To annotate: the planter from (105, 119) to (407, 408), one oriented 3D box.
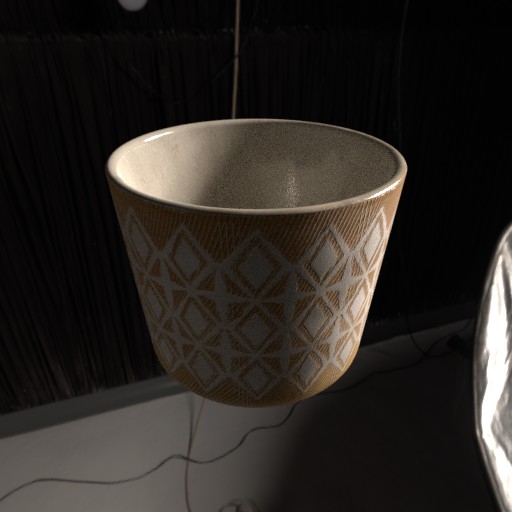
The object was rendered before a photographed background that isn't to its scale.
[{"bbox_3d":[0.000,0.000,0.219,0.126,0.104,0.126,0,30,0],"label":"planter"}]
